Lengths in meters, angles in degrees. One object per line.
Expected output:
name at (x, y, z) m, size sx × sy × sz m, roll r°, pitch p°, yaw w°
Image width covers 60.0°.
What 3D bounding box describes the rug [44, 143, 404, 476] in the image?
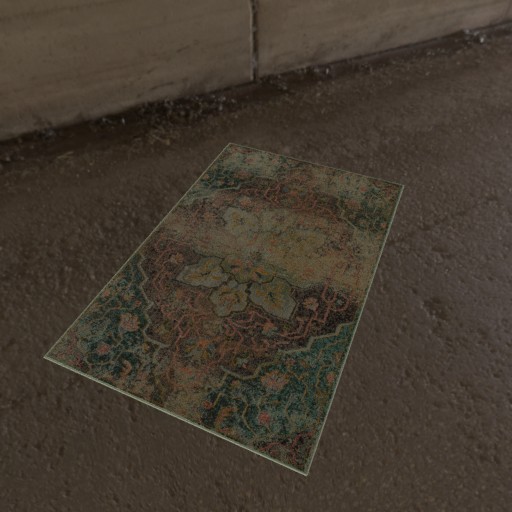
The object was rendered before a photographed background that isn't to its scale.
rug at (0.000, 0.000, 2.957) m, size 1.566 × 0.004 × 2.363 m, roll 18°, pitch 49°, yaw 17°
